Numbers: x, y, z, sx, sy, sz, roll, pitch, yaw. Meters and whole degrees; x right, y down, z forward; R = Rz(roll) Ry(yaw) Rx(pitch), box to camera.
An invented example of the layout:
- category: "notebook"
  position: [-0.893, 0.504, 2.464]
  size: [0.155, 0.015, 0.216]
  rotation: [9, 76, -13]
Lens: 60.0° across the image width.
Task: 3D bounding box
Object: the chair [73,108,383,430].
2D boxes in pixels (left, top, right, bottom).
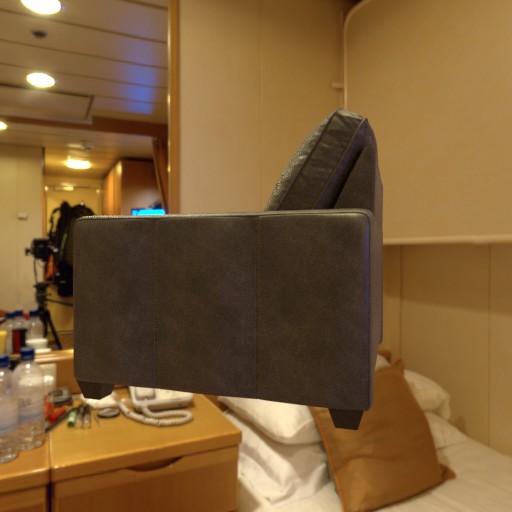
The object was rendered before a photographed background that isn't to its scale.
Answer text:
- category: "chair"
  position: [0.000, 0.000, 1.741]
  size: [0.939, 0.916, 1.006]
  rotation: [0, 1, 18]
